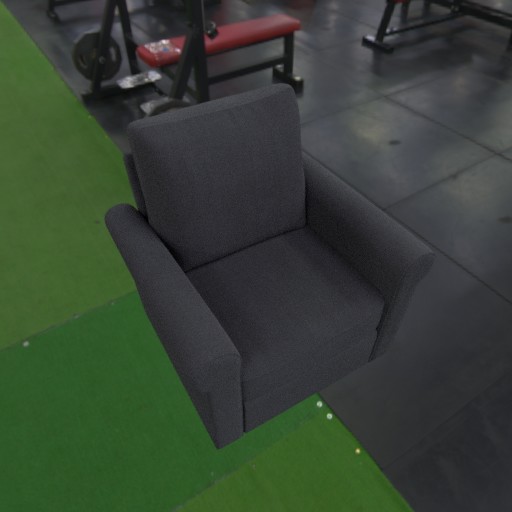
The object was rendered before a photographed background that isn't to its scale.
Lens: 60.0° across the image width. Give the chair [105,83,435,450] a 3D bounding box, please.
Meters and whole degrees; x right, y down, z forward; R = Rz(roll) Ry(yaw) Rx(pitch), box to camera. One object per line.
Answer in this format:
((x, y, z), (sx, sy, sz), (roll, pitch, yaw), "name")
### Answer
((0.000, 0.000, 1.601), (0.867, 0.942, 0.828), (-23, 50, -21), "chair")
